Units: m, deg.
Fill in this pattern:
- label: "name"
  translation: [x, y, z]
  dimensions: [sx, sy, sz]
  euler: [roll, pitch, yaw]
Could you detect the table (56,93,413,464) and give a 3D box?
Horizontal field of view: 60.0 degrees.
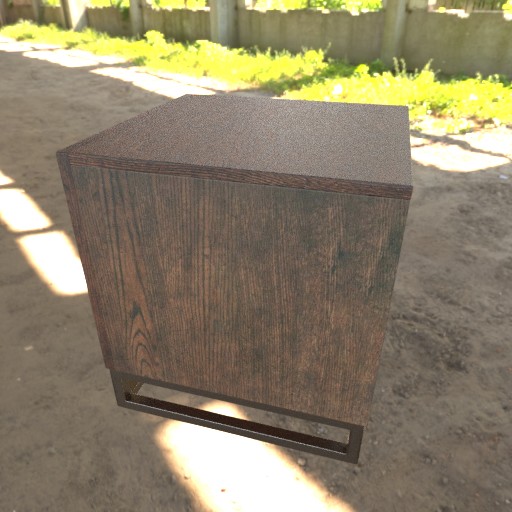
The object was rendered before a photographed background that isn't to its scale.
- label: "table"
  translation: [0.000, 0.000, 0.992]
  dimensions: [0.566, 0.582, 0.506]
  euler: [8, 31, 14]
